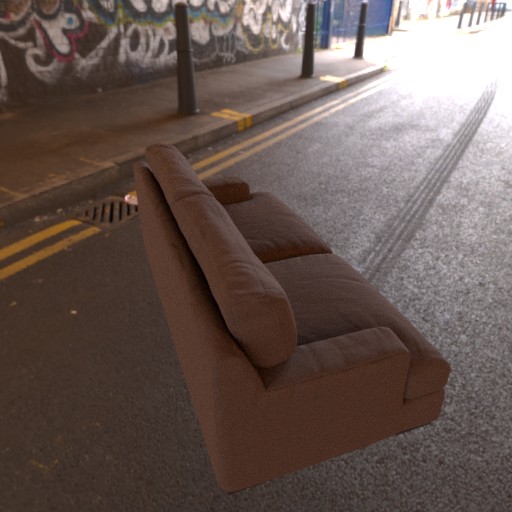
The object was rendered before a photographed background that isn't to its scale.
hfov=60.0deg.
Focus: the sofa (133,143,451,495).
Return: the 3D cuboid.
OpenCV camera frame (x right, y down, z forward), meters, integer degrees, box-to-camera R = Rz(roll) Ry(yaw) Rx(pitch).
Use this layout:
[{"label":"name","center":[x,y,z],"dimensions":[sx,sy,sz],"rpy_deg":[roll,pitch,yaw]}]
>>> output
[{"label":"sofa","center":[0.000,0.000,2.693],"dimensions":[1.140,0.950,2.274],"rpy_deg":[-10,32,-17]}]
